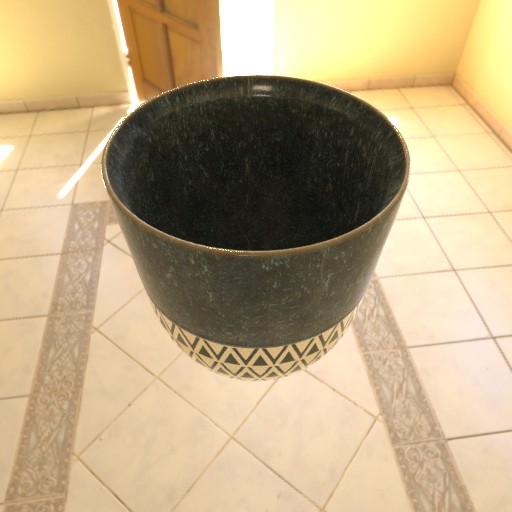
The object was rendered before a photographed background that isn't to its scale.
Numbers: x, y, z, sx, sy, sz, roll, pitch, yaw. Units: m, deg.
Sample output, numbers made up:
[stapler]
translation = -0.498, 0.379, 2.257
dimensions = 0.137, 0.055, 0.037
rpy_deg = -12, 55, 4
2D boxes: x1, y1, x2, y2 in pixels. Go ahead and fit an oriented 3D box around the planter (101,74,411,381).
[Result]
[planter]
translation = 0.000, 0.000, 0.364
dimensions = 0.195, 0.214, 0.195
rpy_deg = 0, 48, 0
